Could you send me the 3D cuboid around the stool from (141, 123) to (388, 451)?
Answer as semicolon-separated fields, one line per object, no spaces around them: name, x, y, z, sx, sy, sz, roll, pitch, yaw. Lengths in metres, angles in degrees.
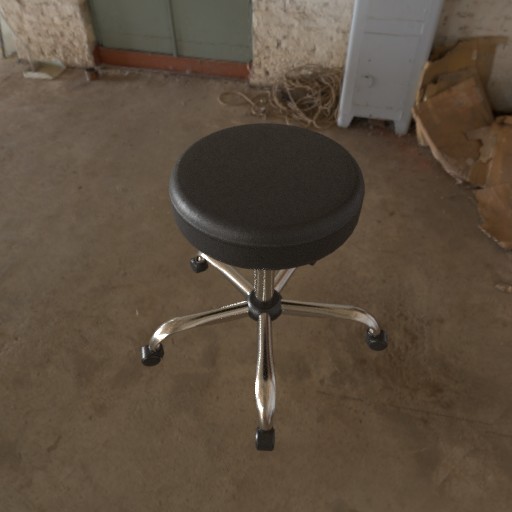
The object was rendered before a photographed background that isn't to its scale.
stool;0.000;0.000;1.130;0.673;0.576;0.638;-31;53;-27
